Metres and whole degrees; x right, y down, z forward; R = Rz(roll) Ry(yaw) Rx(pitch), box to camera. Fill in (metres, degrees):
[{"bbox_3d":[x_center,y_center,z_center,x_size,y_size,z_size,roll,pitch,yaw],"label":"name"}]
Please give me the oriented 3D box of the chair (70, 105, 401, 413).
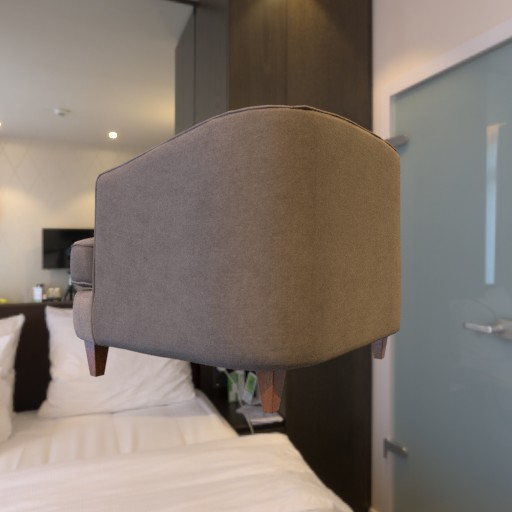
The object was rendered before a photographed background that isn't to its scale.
[{"bbox_3d":[0.000,0.000,1.752,0.941,0.852,1.104,0,0,37],"label":"chair"}]
